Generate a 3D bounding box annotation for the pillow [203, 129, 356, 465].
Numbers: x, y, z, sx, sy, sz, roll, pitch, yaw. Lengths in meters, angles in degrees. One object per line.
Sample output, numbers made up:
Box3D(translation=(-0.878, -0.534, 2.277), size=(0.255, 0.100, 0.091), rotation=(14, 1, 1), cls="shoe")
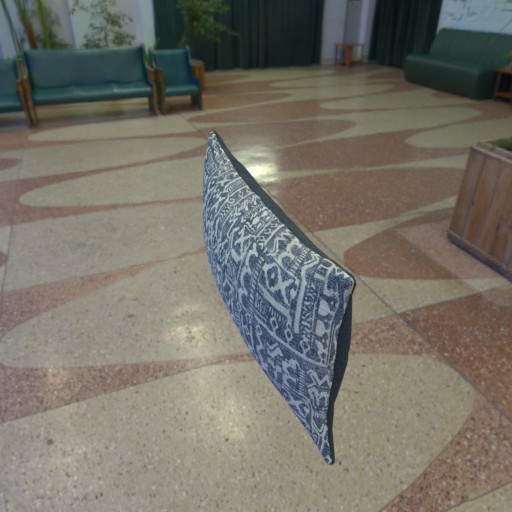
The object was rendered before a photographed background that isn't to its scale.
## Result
Box3D(translation=(0.000, 0.000, 0.768), size=(0.148, 0.292, 0.631), rotation=(-10, 32, -16), cls="pillow")
